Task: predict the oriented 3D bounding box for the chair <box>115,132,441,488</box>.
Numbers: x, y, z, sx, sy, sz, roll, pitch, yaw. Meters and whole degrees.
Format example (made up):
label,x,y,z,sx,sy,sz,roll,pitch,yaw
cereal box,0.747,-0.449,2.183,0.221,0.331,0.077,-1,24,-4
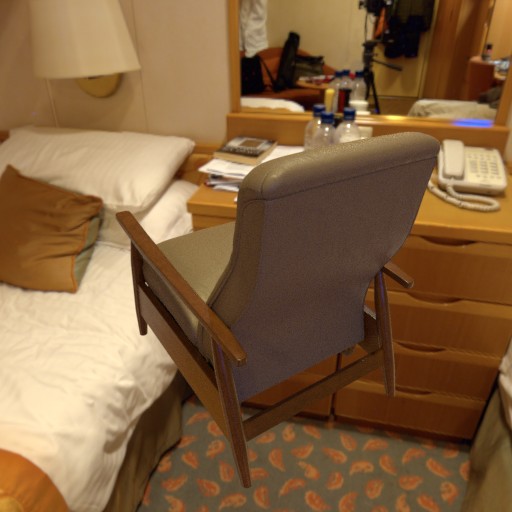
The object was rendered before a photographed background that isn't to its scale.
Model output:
label,x,y,z,sx,sy,sz,roll,pitch,yaw
chair,0.000,0.000,1.726,0.762,1.082,1.014,-18,34,-29
